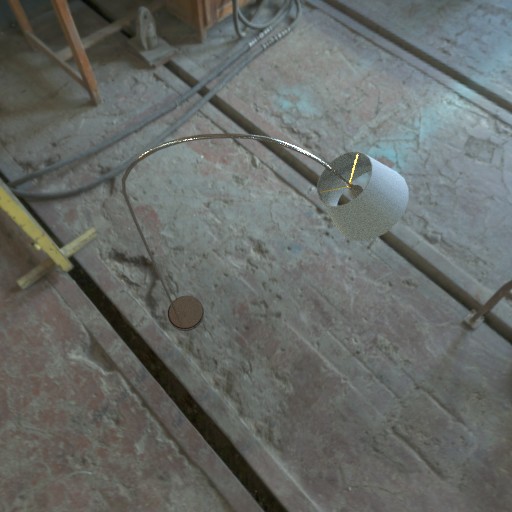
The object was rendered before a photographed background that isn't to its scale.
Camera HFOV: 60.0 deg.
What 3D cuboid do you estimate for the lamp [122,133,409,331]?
[{"bbox_3d":[0.000,0.000,2.728,1.445,2.098,0.406,1,62,1],"label":"lamp"}]
